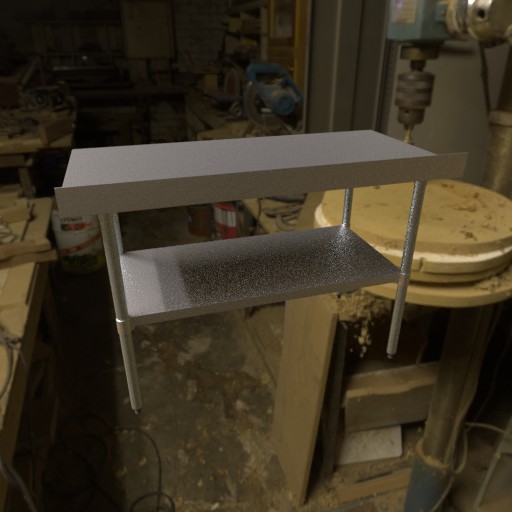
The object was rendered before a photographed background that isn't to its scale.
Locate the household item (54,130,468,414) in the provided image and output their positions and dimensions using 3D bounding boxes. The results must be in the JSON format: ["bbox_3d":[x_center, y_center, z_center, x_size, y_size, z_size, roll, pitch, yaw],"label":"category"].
[{"bbox_3d":[0.000,0.000,1.698,1.219,0.851,0.610,-8,28,-15],"label":"household item"}]
